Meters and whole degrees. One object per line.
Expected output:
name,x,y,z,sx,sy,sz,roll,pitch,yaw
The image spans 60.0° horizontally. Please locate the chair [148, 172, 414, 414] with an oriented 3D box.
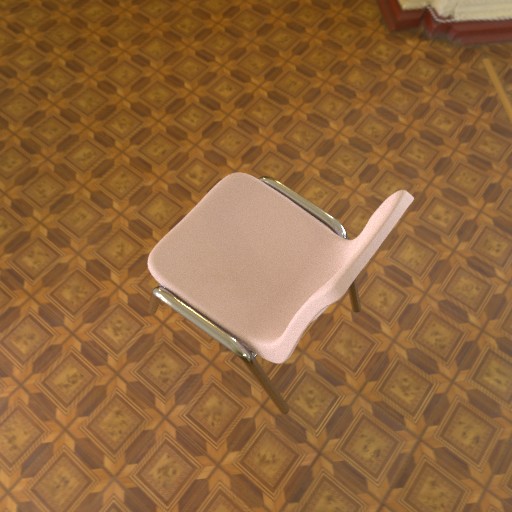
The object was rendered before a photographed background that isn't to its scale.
chair,0.000,0.000,0.859,0.423,0.586,0.354,35,68,16
